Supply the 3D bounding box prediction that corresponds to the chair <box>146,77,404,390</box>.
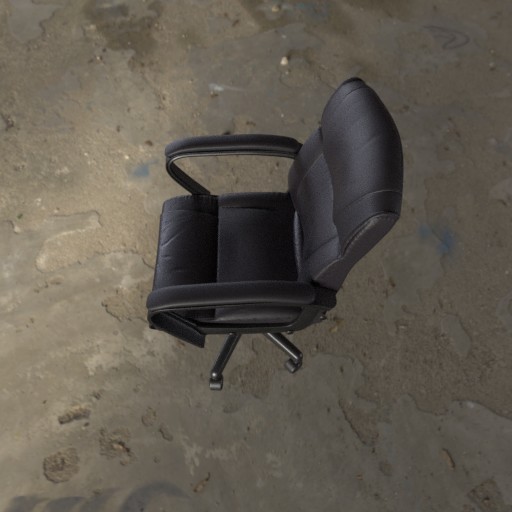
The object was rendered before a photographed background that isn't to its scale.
[{"bbox_3d":[0.000,0.000,1.382,0.641,0.998,0.576,-1,57,-1],"label":"chair"}]
